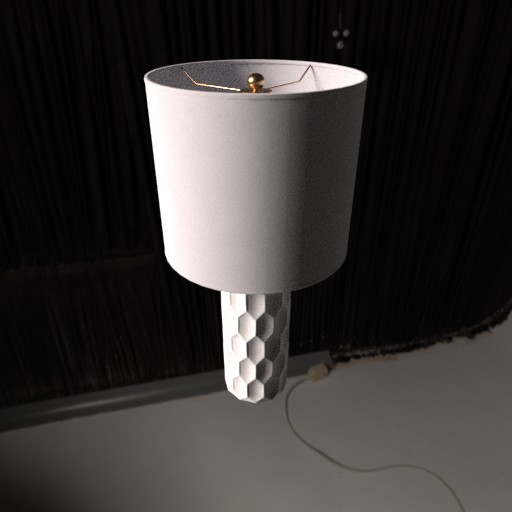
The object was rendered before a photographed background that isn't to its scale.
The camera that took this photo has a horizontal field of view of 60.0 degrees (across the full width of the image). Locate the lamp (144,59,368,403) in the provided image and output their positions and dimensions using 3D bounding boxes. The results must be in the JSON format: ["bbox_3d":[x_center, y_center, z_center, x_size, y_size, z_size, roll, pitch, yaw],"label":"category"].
[{"bbox_3d":[0.000,0.000,0.696,0.277,0.537,0.277,-8,31,-13],"label":"lamp"}]
